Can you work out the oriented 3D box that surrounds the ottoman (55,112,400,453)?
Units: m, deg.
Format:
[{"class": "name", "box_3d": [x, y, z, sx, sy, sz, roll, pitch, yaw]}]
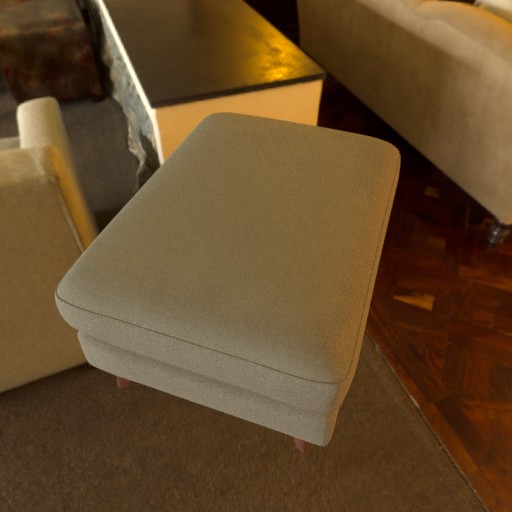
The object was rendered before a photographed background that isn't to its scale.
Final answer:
[{"class": "ottoman", "box_3d": [0.000, 0.000, 1.159, 0.608, 0.449, 0.811, 14, 47, 14]}]
